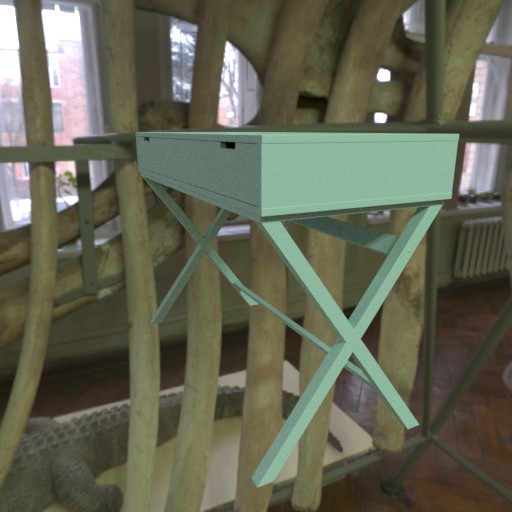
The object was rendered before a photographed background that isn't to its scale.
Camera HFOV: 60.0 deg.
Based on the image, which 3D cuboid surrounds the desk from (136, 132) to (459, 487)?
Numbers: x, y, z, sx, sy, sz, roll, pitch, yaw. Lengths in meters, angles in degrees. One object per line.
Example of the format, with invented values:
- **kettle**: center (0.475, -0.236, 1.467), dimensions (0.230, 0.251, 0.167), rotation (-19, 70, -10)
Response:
- **desk**: center (0.000, 0.000, 1.459), dimensions (0.509, 0.780, 1.059), rotation (-8, 18, -25)
